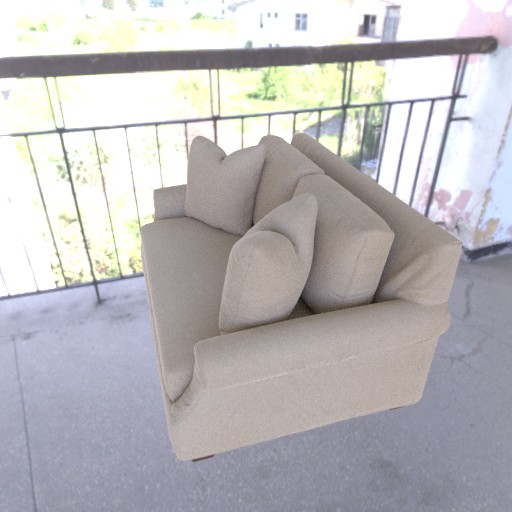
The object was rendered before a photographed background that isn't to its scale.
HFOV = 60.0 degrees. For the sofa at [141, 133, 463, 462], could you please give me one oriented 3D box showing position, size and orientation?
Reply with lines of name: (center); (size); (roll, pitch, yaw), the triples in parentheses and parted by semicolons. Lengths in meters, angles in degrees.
sofa: (0.000, 0.000, 2.134); (1.070, 0.905, 1.550); (-9, 32, -14)
